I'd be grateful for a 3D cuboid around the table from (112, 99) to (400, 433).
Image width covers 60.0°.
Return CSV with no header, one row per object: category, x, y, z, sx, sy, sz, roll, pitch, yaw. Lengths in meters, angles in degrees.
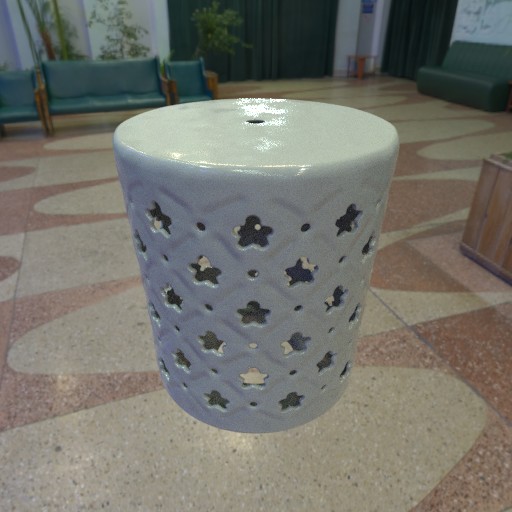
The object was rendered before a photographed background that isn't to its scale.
table,0.000,0.000,0.648,0.352,0.387,0.352,0,30,0
